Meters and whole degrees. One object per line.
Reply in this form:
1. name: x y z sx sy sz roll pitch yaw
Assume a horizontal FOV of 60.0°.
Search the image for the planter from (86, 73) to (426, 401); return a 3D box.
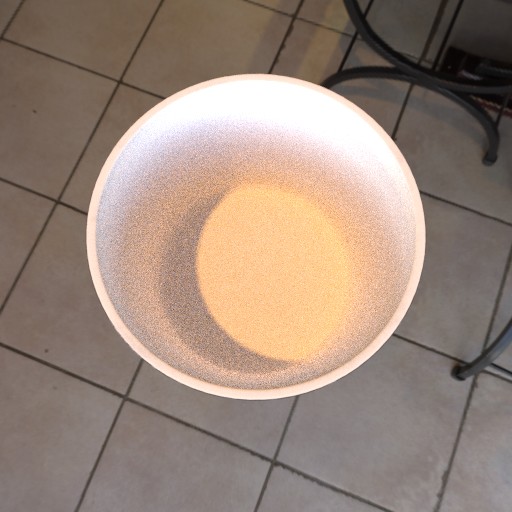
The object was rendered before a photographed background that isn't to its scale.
1. planter: 0.000 0.000 0.439 0.254 0.221 0.254 0 77 0
